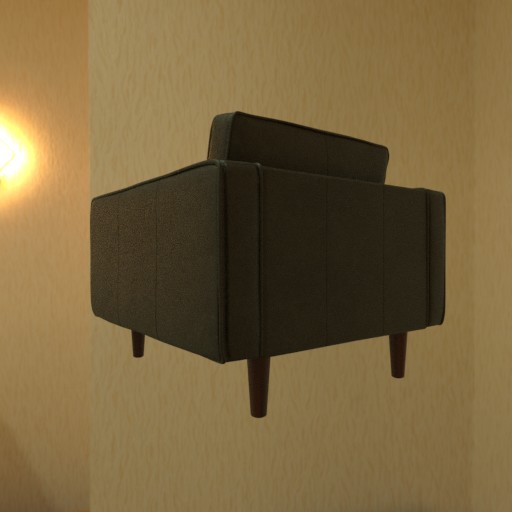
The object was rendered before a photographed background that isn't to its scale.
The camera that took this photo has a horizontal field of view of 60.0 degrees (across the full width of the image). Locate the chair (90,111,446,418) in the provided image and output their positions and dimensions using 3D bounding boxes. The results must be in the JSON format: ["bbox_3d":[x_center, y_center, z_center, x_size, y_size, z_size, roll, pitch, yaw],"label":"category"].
[{"bbox_3d":[0.000,0.000,1.532,0.889,0.763,0.914,0,1,-37],"label":"chair"}]
